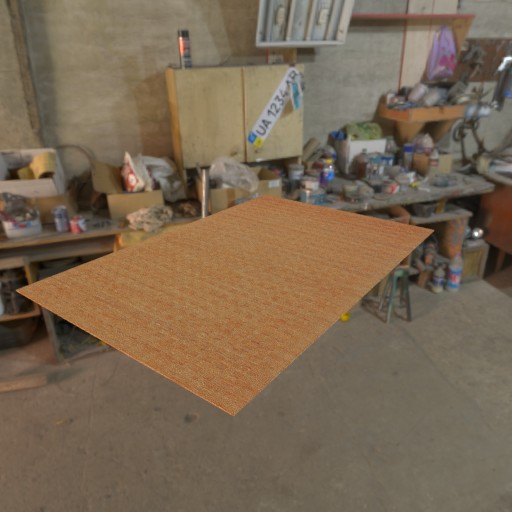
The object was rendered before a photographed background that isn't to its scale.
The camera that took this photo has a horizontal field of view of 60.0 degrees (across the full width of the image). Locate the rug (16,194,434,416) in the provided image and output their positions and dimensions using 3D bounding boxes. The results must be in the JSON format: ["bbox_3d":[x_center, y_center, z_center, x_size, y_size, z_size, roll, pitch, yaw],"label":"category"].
[{"bbox_3d":[0.000,0.000,2.807,1.524,0.006,2.285,17,29,33],"label":"rug"}]
